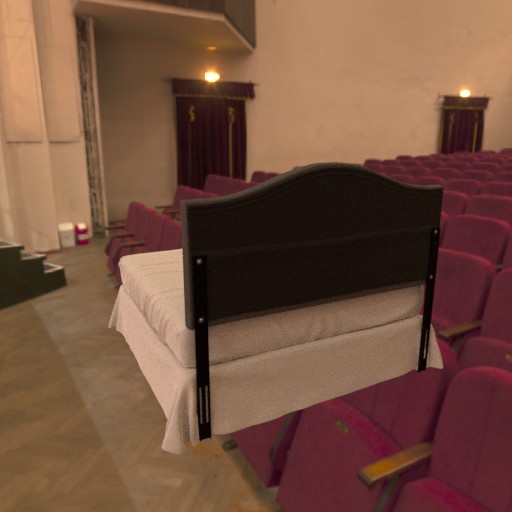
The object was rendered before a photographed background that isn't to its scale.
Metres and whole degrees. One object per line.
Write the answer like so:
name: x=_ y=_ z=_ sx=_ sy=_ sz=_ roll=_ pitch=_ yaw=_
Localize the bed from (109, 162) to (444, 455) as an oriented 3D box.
bed: x=0.000 y=0.000 z=3.815 sx=2.314 sy=1.651 sz=2.219 roll=-7 pitch=16 yaw=-26
